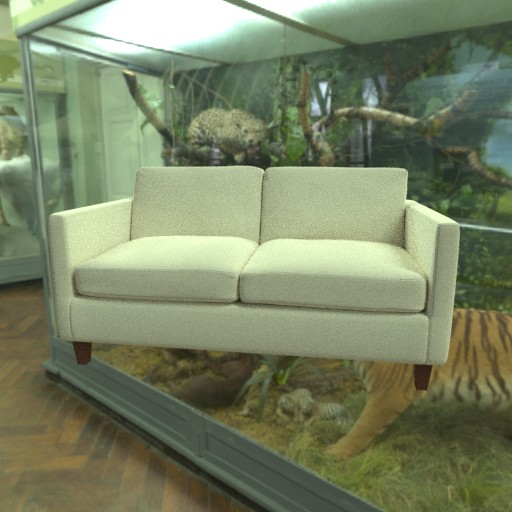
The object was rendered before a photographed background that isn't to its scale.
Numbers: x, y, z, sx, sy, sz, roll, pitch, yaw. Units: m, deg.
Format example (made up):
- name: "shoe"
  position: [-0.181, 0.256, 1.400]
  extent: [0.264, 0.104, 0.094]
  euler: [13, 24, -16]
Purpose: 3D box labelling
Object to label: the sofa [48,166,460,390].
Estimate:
- name: "sofa"
  position: [0.000, 0.000, 2.250]
  extent: [1.702, 0.888, 0.964]
  euler: [2, 13, 9]
